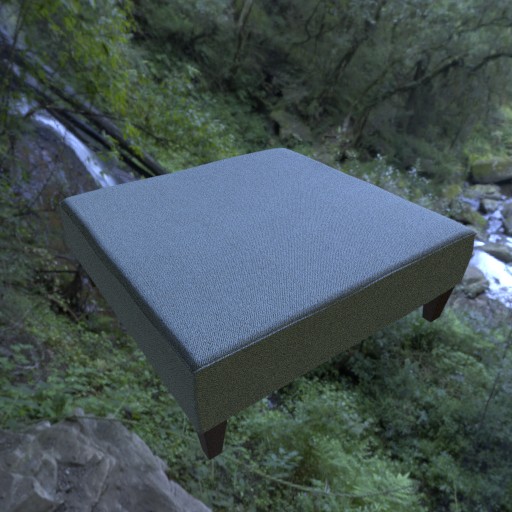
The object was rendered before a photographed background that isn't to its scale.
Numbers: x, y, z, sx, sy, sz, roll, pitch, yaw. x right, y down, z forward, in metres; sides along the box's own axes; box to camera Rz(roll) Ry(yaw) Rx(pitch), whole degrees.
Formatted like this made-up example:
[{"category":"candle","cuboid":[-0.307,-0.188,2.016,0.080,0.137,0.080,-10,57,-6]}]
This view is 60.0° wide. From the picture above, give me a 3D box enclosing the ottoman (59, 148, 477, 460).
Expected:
[{"category":"ottoman","cuboid":[0.000,0.000,1.524,1.004,0.379,0.968,-21,38,-29]}]
